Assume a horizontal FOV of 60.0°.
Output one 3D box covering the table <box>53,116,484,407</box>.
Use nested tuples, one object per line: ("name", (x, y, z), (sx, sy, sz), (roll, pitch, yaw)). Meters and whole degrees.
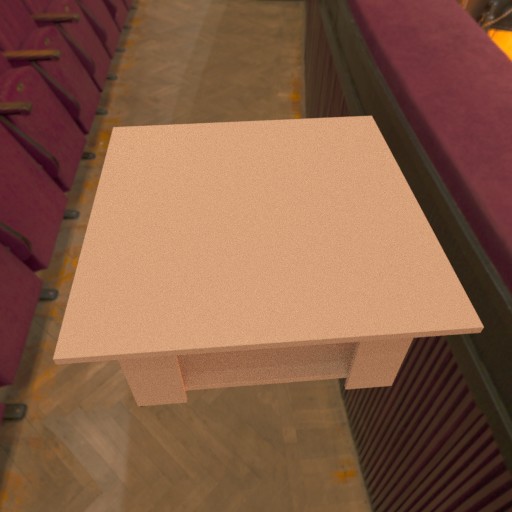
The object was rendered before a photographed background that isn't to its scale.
("table", (0.000, 0.000, 1.027), (0.670, 0.305, 0.670), (-4, 46, -3))
